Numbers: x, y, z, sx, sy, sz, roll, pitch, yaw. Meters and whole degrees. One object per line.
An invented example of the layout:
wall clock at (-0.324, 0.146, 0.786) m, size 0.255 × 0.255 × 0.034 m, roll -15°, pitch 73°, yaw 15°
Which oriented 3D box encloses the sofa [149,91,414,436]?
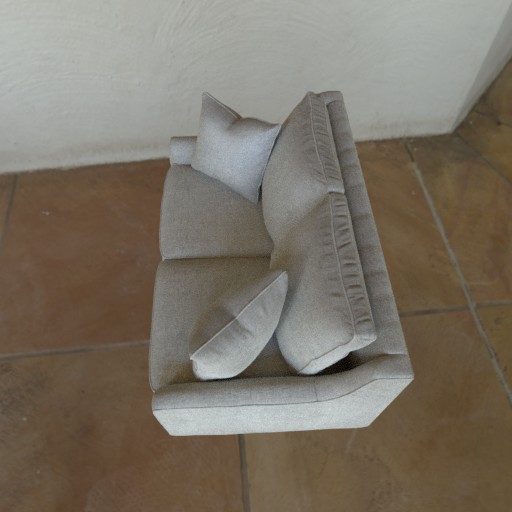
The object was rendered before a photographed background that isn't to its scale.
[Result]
sofa at (0.000, 0.000, 2.019) m, size 0.915 × 0.863 × 1.422 m, roll -3°, pitch 57°, yaw -2°
